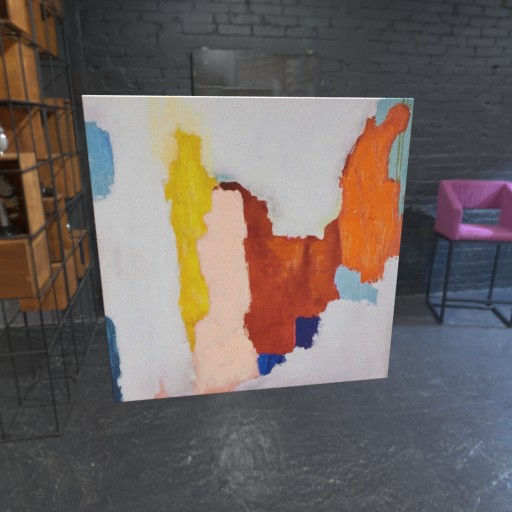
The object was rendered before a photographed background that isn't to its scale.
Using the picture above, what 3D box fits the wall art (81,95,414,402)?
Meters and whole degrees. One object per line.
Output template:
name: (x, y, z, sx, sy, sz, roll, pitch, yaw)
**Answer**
wall art: (0.000, 0.000, 1.506, 1.017, 1.017, 0.044, -3, 17, -9)
